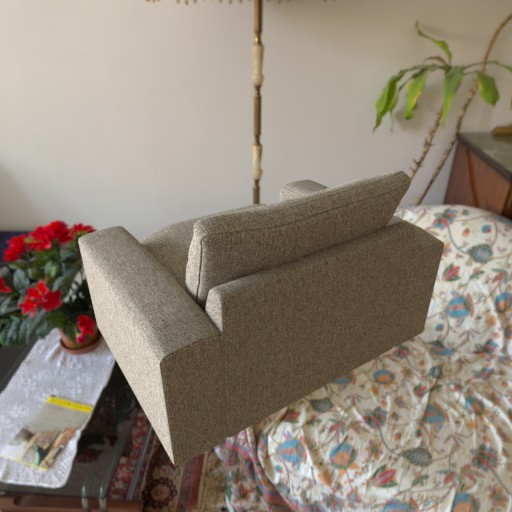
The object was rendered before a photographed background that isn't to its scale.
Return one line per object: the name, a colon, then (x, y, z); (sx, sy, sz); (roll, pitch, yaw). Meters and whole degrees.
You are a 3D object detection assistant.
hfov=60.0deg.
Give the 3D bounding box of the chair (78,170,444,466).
chair: (0.000, 0.000, 2.115); (1.398, 0.915, 1.039); (-18, 35, -28)
